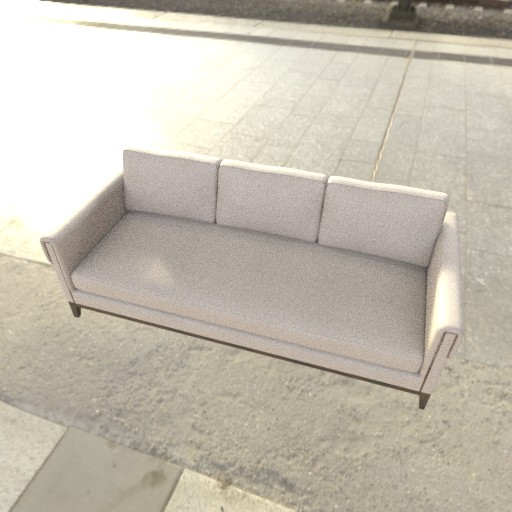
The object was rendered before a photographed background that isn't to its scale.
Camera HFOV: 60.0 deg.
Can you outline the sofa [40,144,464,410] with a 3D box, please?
[{"bbox_3d":[0.000,0.000,2.662,2.210,0.838,0.959,12,42,13],"label":"sofa"}]
